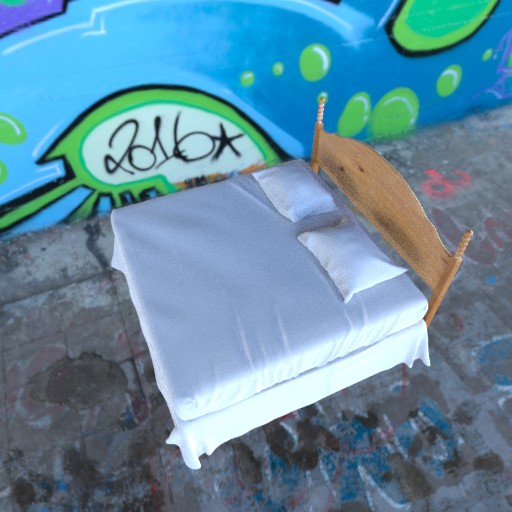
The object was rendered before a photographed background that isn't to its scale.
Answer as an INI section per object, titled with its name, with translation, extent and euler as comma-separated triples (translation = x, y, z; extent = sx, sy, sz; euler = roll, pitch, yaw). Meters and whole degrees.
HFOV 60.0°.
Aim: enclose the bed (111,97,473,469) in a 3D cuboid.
[bed]
translation = 0.000, 0.000, 3.580
extent = 2.219, 1.355, 2.322
euler = -18, 50, -16
